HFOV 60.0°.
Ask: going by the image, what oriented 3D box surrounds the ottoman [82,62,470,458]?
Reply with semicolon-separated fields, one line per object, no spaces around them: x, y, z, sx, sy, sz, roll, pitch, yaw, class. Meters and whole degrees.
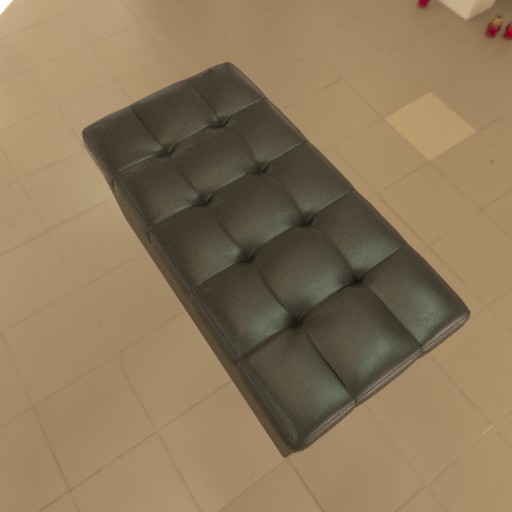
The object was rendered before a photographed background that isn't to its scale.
0.000;0.000;1.103;0.432;0.470;0.838;-32;67;-15;ottoman
